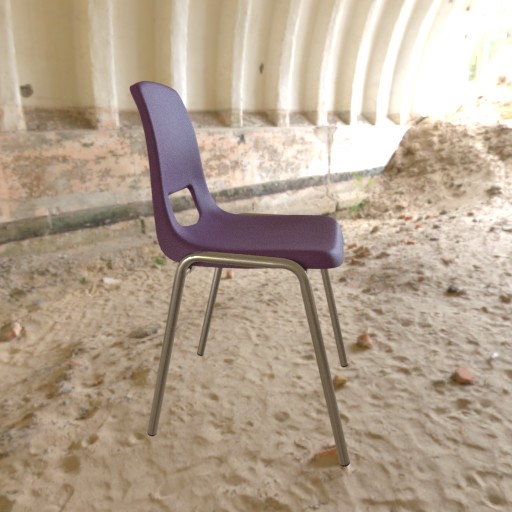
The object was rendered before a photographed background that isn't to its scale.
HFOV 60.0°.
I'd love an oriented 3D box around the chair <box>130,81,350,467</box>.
[{"bbox_3d":[0.000,0.000,0.952,0.432,0.704,0.381,3,17,10],"label":"chair"}]
